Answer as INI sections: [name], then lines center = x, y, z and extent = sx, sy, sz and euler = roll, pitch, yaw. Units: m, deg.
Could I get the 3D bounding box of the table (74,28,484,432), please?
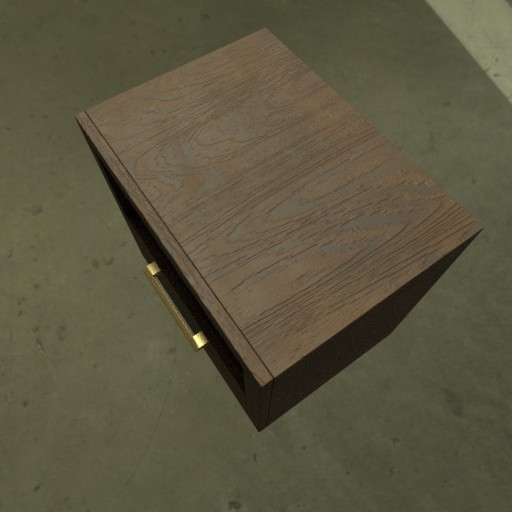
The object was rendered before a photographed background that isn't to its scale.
[table]
center = 0.000, 0.000, 0.966
extent = 0.439, 0.585, 0.560
euler = -32, 67, -15
